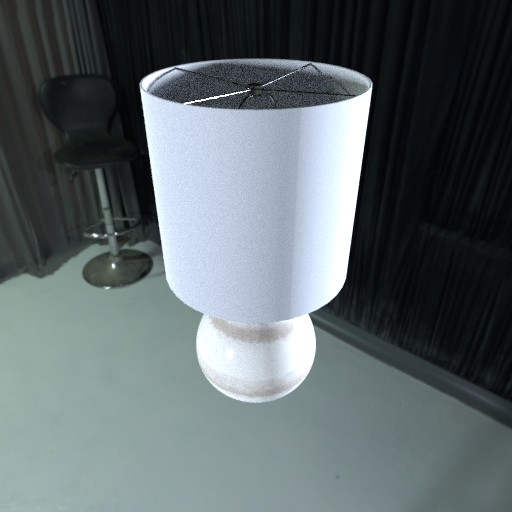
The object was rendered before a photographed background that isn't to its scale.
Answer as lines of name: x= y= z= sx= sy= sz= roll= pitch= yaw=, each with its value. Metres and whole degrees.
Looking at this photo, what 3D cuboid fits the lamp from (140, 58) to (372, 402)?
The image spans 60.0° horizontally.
lamp: x=0.000 y=0.000 z=0.533 sx=0.217 sy=0.404 sz=0.217 roll=21 pitch=39 yaw=29
